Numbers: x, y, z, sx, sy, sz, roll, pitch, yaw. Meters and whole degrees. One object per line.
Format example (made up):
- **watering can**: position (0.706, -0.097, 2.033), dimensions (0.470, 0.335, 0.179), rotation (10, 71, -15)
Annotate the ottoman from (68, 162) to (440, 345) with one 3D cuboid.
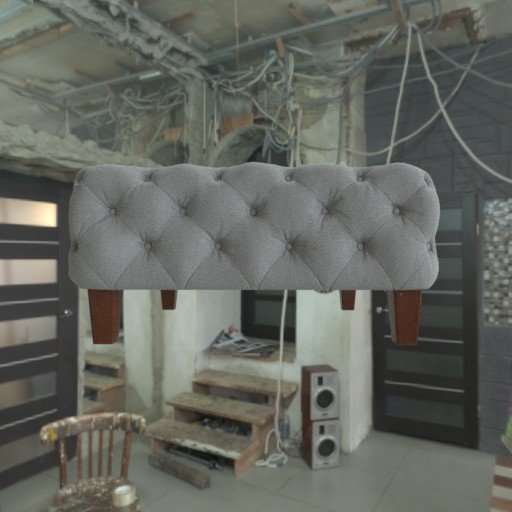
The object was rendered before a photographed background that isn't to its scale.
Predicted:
- **ottoman**: position (0.000, 0.000, 1.467), dimensions (0.911, 0.439, 0.917), rotation (0, 0, 1)
